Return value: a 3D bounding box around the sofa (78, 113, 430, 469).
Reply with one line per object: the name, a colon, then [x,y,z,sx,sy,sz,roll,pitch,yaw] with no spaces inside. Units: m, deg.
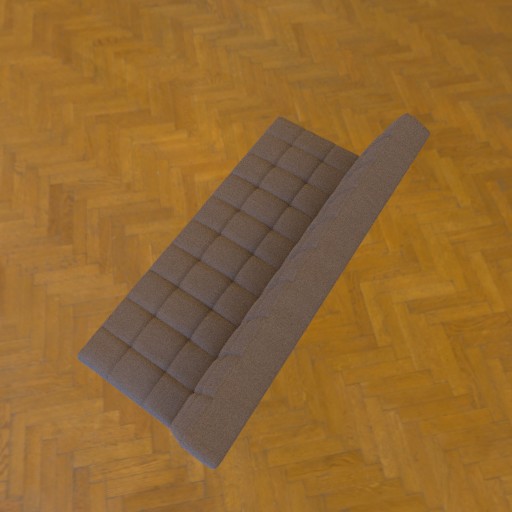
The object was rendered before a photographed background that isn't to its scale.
sofa: [0.000,0.000,2.244,0.860,0.810,1.800,31,68,14]
